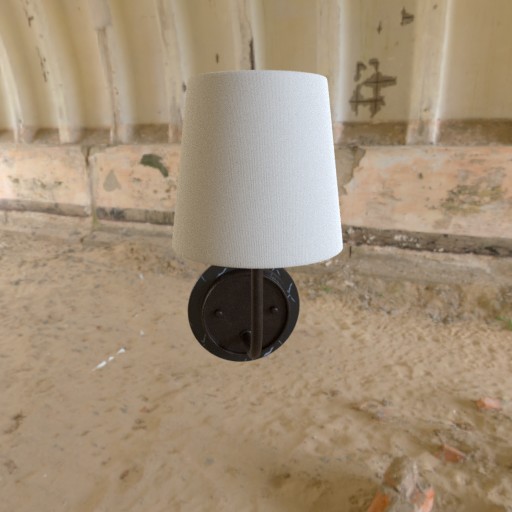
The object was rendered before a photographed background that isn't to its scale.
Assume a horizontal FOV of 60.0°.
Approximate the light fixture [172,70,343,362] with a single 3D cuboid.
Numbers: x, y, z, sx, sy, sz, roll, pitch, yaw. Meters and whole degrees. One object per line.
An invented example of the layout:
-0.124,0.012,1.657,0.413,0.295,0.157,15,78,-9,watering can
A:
0.000,0.000,0.455,0.168,0.337,0.188,-2,16,-9,light fixture
